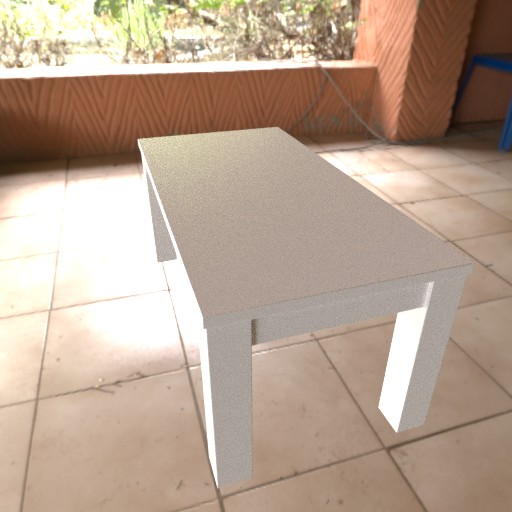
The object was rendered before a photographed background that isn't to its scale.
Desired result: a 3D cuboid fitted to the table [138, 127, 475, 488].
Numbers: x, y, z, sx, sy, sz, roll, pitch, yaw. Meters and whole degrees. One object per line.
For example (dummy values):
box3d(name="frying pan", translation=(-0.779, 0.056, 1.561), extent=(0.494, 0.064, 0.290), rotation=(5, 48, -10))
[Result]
box3d(name="table", translation=(0.000, 0.000, 2.247), extent=(0.900, 0.790, 1.800), rotation=(-10, 32, -16))
